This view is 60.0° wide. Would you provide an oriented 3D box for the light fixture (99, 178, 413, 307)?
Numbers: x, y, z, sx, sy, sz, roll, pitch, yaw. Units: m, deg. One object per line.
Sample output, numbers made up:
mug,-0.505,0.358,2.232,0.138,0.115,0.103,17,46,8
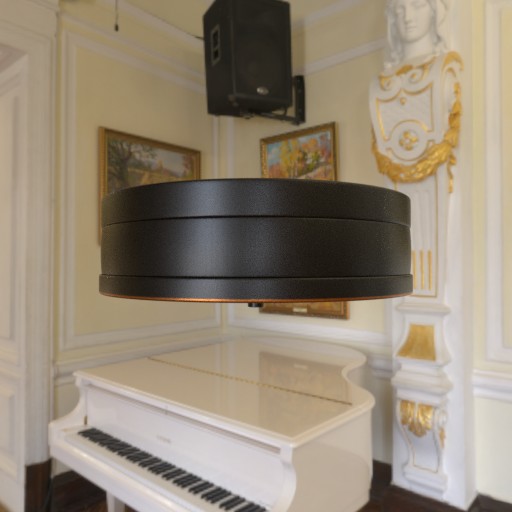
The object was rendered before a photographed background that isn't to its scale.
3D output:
light fixture,0.000,0.000,0.424,0.283,0.097,0.283,0,-1,0
